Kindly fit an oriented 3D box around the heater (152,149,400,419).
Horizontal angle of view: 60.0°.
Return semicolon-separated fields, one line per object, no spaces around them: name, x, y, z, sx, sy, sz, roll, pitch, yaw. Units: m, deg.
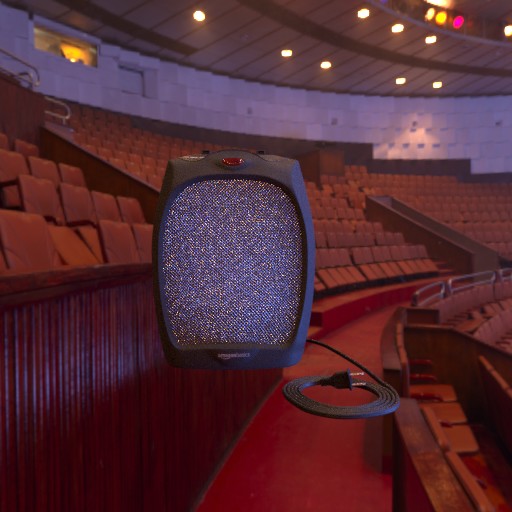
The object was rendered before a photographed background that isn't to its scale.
heater;0.000;0.000;0.471;0.239;0.240;0.291;0;2;-2
